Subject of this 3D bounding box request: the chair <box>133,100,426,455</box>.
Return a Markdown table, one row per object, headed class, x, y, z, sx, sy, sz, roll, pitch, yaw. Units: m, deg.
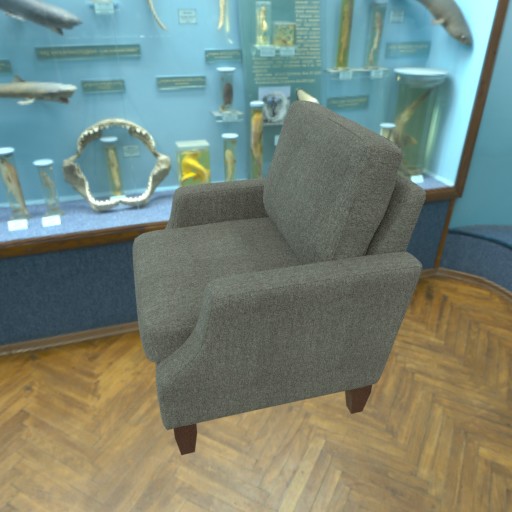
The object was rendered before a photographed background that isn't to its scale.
| class | x | y | z | sx | sy | sz | roll | pitch | yaw |
| --- | --- | --- | --- | --- | --- | --- | --- | --- | --- |
| chair | 0.000 | 0.000 | 1.654 | 0.897 | 0.993 | 0.855 | -8 | 31 | -14 |
